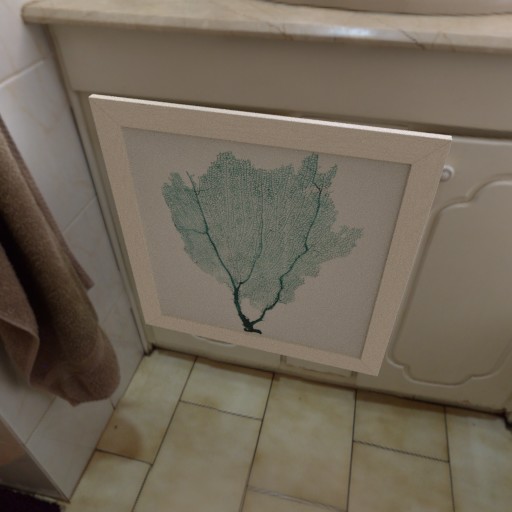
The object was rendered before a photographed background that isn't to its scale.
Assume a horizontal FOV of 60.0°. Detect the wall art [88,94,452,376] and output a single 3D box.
[{"bbox_3d":[0.000,0.000,0.870,0.572,0.577,0.015,10,42,12],"label":"wall art"}]
